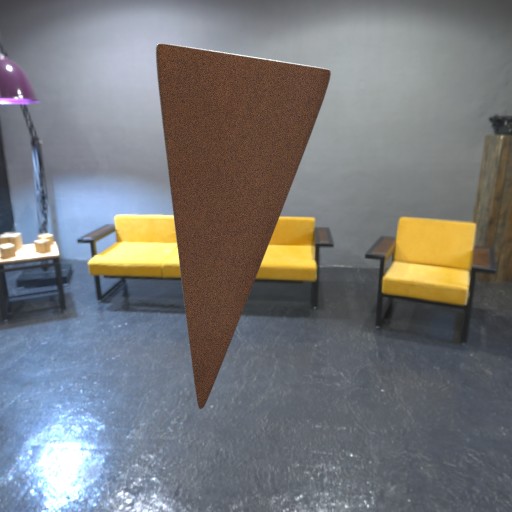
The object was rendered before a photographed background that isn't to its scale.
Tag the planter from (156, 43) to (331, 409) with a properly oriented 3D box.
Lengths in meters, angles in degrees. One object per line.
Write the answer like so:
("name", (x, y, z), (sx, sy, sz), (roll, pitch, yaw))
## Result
("planter", (0.000, 0.000, 0.157), (0.047, 0.130, 0.058), (2, 16, 8))
